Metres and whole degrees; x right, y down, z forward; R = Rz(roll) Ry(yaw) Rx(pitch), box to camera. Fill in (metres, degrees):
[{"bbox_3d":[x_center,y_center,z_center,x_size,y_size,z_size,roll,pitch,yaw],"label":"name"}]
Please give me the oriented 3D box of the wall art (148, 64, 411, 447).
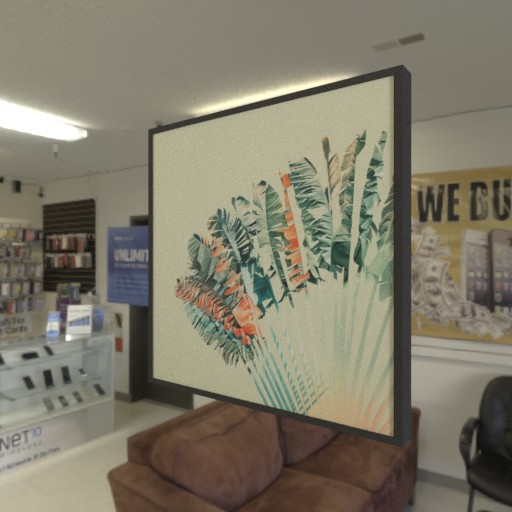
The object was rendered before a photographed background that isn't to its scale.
[{"bbox_3d":[0.000,0.000,0.752,0.509,0.507,0.037,0,0,36],"label":"wall art"}]
